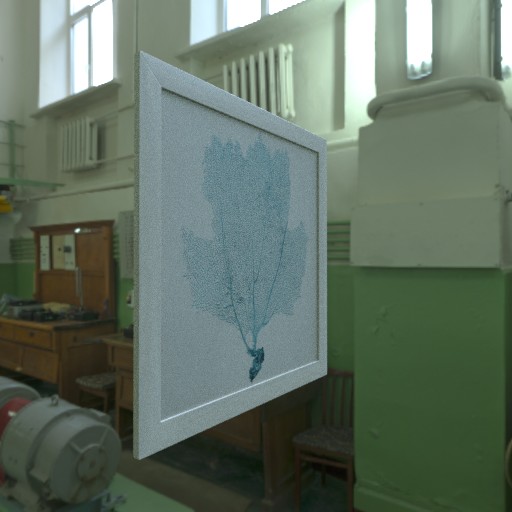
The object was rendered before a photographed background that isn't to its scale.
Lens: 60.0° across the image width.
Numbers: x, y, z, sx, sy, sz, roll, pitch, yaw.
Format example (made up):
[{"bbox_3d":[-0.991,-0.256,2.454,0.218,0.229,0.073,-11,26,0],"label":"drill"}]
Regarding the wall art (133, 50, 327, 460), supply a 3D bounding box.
[{"bbox_3d":[0.000,0.000,0.871,0.013,0.584,0.584,0,-1,36],"label":"wall art"}]
